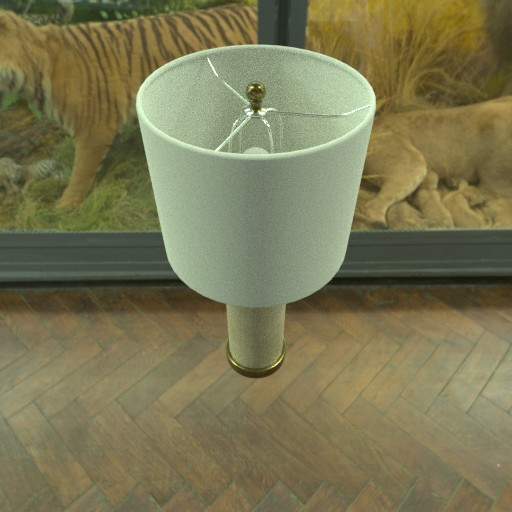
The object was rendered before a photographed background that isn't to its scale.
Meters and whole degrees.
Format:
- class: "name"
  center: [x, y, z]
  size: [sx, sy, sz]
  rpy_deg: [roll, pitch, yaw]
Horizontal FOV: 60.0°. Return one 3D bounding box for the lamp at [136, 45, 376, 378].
- class: "lamp"
  center: [0.000, 0.000, 0.790]
  size: [0.305, 0.634, 0.305]
  rpy_deg: [-24, 51, -21]
